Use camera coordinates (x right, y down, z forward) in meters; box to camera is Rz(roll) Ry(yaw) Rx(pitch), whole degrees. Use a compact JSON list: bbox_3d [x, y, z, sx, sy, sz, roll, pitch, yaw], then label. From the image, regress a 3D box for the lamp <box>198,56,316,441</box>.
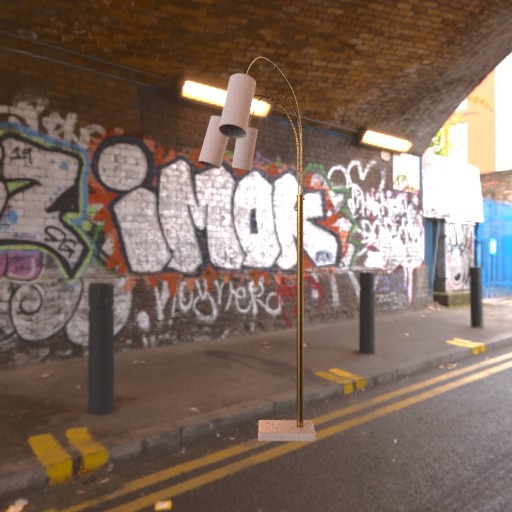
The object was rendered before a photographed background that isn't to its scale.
[{"bbox_3d":[0.000,0.000,2.548,0.667,2.055,1.020,0,0,1],"label":"lamp"}]
